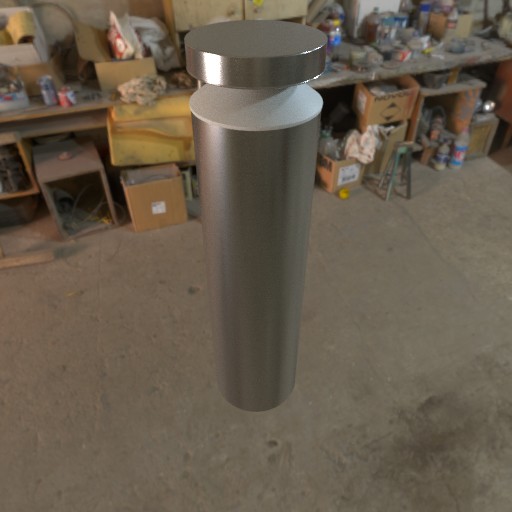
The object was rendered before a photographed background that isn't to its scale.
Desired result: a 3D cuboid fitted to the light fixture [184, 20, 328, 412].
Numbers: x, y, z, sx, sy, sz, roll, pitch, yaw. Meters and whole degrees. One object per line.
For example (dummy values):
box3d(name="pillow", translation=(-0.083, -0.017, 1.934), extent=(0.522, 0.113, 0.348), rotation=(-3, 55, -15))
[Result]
box3d(name="light fixture", translation=(0.000, 0.000, 0.438), extent=(0.102, 0.400, 0.102), rotation=(26, 46, 27))
